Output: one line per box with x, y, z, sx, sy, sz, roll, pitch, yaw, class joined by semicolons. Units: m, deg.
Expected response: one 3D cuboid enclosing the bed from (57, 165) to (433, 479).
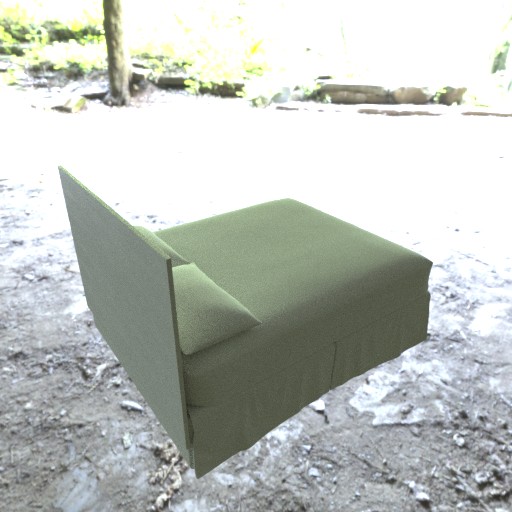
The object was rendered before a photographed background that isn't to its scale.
0.000;0.000;3.198;2.094;1.335;1.745;-19;33;-31;bed
